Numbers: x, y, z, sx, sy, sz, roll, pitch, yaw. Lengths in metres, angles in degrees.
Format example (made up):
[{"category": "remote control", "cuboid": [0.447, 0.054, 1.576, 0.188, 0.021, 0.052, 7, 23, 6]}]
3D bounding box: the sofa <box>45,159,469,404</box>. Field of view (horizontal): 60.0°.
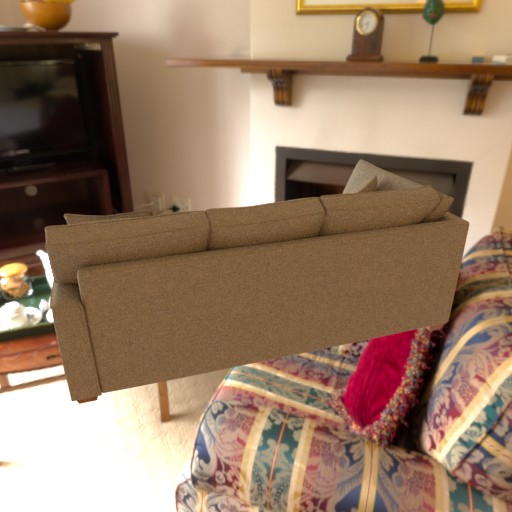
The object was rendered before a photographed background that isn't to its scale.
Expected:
[{"category": "sofa", "cuboid": [0.000, 0.000, 2.829, 2.317, 0.962, 1.061, -8, 27, -16]}]
